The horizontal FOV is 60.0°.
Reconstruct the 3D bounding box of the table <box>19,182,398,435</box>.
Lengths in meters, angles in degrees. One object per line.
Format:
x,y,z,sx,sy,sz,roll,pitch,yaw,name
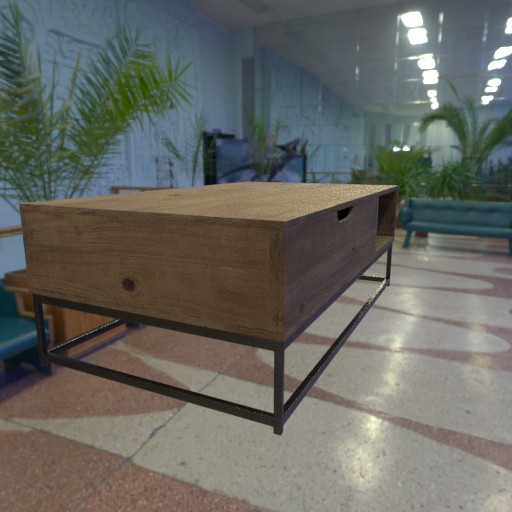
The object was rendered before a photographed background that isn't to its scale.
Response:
0.000,0.000,1.381,0.655,0.395,1.101,6,14,26,table
